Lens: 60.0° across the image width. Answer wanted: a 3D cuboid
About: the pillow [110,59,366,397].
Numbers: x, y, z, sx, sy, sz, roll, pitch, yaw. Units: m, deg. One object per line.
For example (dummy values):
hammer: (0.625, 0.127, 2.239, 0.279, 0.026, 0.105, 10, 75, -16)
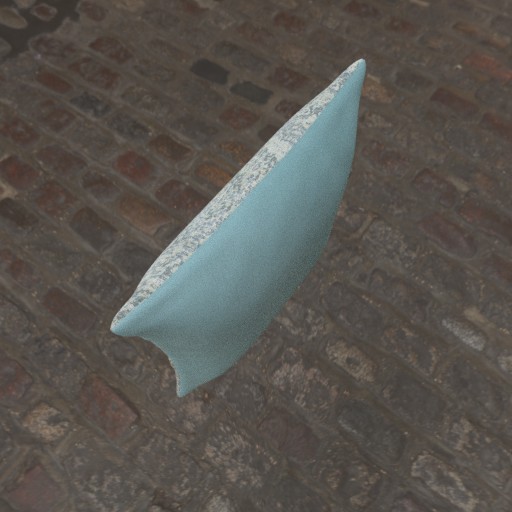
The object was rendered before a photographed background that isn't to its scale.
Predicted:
pillow: (0.000, 0.000, 0.795, 0.166, 0.507, 0.526, 34, 69, 15)
